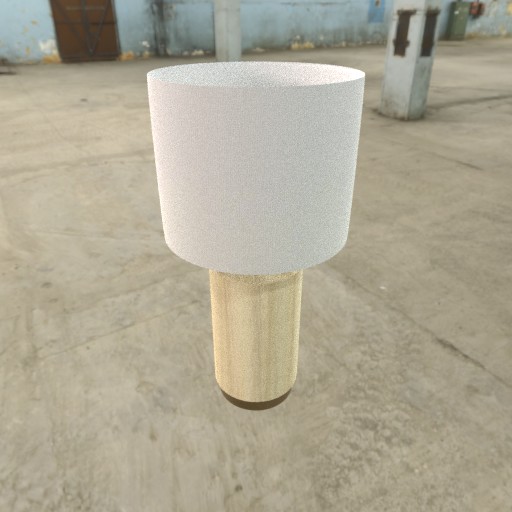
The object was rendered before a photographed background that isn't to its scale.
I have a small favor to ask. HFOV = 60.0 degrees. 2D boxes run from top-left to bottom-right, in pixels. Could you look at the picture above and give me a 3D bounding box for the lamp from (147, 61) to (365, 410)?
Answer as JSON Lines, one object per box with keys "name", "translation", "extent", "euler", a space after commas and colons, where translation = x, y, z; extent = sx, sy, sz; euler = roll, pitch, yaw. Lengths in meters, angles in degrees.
{"name": "lamp", "translation": [0.000, 0.000, 0.575], "extent": [0.228, 0.444, 0.228], "euler": [-1, 29, -2]}
